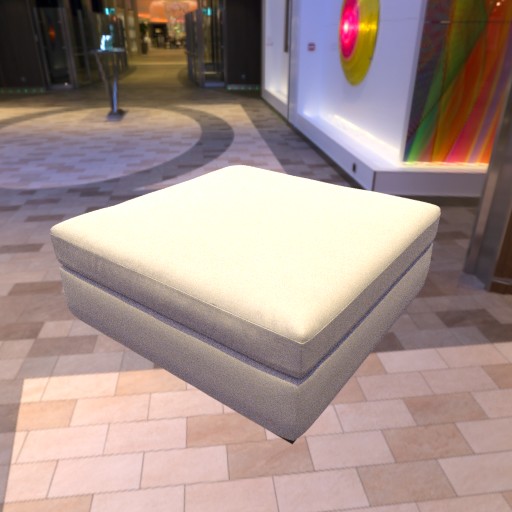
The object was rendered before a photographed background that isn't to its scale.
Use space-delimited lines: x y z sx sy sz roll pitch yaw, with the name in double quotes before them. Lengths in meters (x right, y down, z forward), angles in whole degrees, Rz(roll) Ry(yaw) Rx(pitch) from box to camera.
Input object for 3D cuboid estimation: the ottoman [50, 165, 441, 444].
"ottoman" 0.000 0.000 1.857 1.163 0.482 1.167 19 32 32
